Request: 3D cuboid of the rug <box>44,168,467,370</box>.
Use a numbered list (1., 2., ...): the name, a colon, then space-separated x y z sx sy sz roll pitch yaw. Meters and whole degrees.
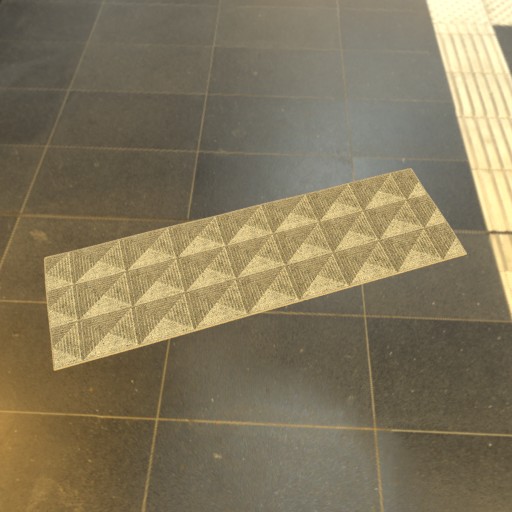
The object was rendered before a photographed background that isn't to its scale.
1. rug: 0.000 0.000 2.379 2.182 0.015 0.645 -15 60 -9
